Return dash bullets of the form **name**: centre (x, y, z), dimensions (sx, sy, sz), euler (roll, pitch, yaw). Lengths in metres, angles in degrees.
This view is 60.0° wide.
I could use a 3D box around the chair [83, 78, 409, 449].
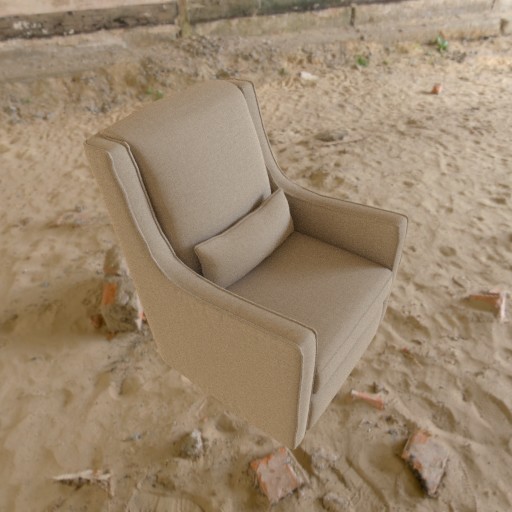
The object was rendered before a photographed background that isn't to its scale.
- **chair**: centre (0.000, 0.000, 1.616), dimensions (0.879, 0.993, 0.732), euler (26, 48, 26)
